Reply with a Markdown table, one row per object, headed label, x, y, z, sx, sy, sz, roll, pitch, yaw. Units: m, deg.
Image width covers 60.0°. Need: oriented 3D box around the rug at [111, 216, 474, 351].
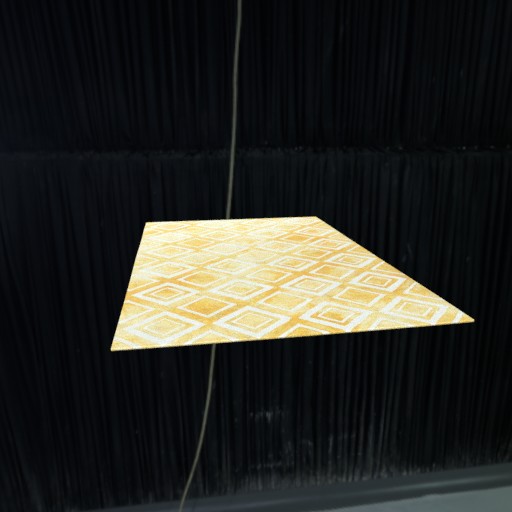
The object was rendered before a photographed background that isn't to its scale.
| label | x | y | z | sx | sy | sz | roll | pitch | yaw |
| --- | --- | --- | --- | --- | --- | --- | --- | --- | --- |
| rug | 0.000 | 0.000 | 2.288 | 1.213 | 0.010 | 1.829 | -3 | 17 | -10 |
